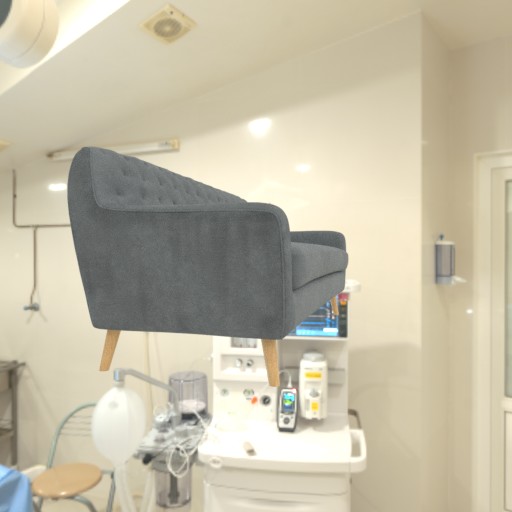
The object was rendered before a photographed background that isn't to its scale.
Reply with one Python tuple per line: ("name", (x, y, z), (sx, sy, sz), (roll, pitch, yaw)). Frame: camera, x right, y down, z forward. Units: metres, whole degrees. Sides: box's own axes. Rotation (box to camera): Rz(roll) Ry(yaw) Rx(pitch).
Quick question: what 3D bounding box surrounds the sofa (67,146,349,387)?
("sofa", (0.000, 0.000, 2.368), (0.841, 0.832, 1.975), (0, 0, 17))
